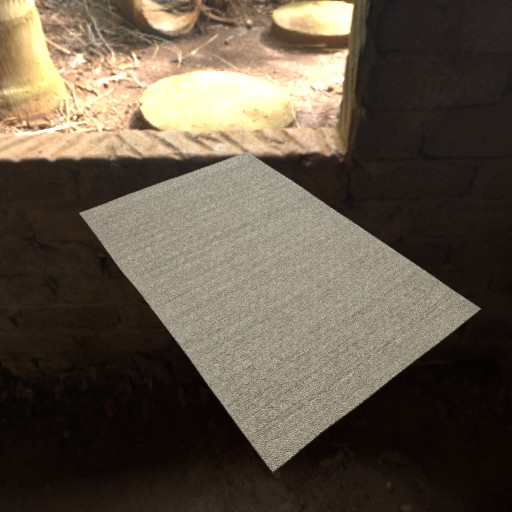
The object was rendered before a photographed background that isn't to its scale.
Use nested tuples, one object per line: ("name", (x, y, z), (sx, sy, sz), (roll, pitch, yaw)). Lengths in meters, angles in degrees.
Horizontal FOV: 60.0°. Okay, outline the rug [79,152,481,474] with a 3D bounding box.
("rug", (0.000, 0.000, 2.897), (1.532, 0.018, 2.297), (-26, 48, -26))
